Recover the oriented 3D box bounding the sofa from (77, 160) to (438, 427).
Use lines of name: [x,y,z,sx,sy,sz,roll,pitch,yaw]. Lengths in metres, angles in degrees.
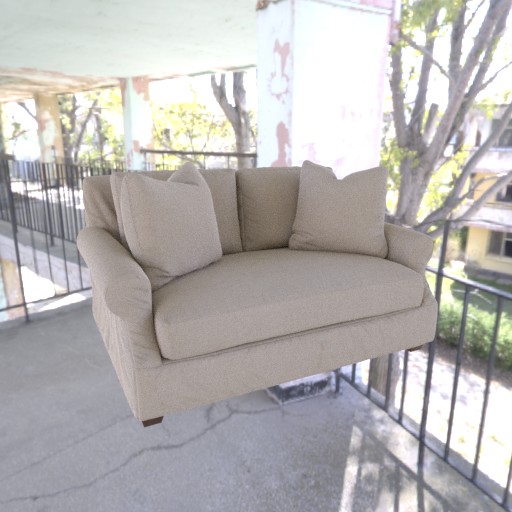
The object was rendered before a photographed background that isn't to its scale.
sofa: [0.000,0.000,2.169,1.550,0.905,1.070,-7,16,-26]
